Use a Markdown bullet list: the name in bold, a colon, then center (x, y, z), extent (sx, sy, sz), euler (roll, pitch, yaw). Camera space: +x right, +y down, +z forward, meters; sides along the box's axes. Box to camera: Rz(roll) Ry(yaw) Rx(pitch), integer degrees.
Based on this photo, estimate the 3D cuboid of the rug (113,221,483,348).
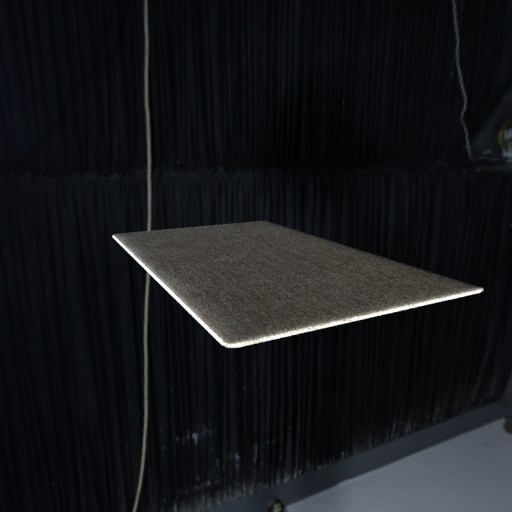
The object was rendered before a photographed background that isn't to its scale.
- **rug**: center (0.000, 0.000, 3.127), extent (1.539, 0.024, 2.469), euler (-7, 16, -27)
